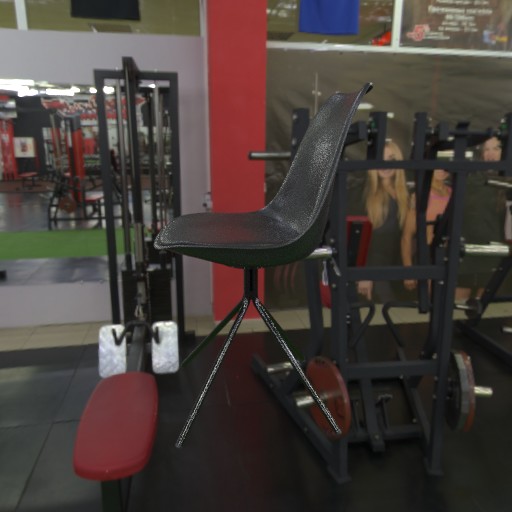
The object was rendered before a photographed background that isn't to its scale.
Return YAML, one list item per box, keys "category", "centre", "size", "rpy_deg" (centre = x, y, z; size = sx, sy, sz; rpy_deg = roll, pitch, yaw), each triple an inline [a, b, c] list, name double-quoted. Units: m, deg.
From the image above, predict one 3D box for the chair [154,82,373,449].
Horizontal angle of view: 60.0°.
- category: "chair"
  centre: [0.000, 0.000, 1.183]
  size: [0.525, 0.850, 0.461]
  rpy_deg: [-2, 15, -7]
